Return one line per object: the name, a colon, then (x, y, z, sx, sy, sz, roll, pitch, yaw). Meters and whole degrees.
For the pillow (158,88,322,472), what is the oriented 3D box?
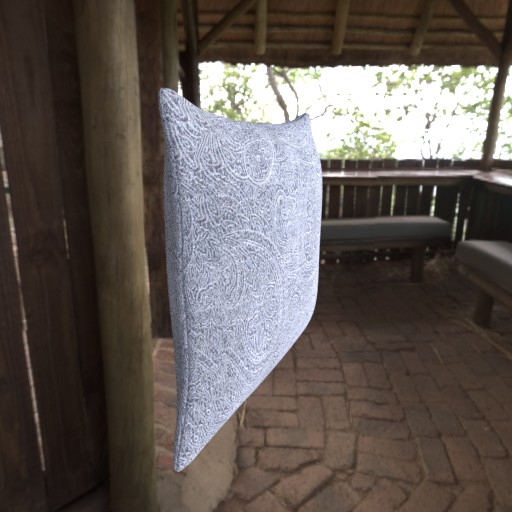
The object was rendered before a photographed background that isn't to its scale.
pillow: (0.000, 0.000, 0.785, 0.166, 0.510, 0.523, 7, 16, 24)
